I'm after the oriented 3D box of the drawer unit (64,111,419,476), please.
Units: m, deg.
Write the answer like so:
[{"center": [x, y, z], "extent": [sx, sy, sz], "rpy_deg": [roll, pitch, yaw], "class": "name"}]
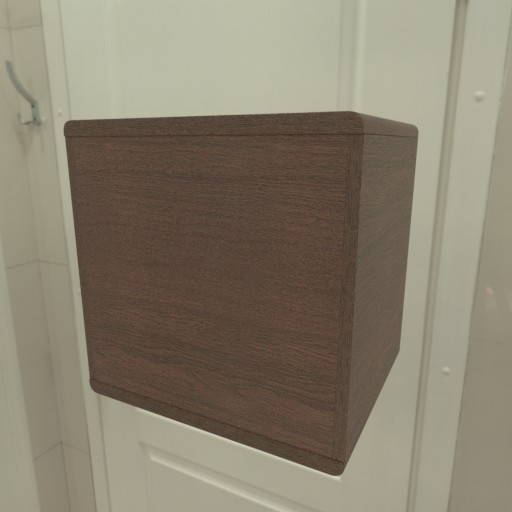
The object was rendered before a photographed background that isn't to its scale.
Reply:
[{"center": [0.000, 0.000, 0.590], "extent": [0.344, 0.344, 0.290], "rpy_deg": [7, 16, 27], "class": "drawer unit"}]
